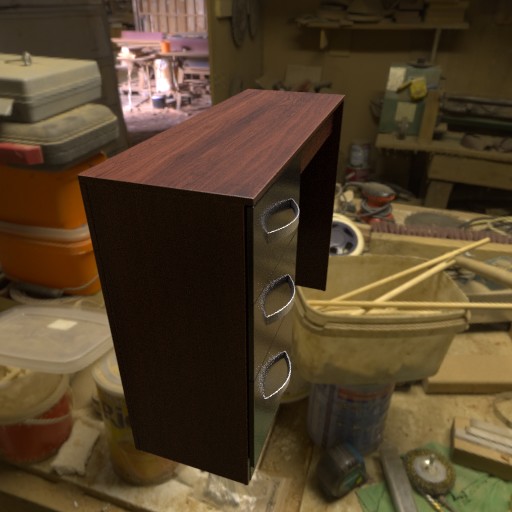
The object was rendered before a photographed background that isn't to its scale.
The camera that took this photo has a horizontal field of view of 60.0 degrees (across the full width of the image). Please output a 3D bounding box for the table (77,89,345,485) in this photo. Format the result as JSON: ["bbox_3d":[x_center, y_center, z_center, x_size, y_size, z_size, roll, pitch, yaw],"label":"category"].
[{"bbox_3d":[0.000,0.000,1.343,0.380,0.790,0.930,10,32,16],"label":"table"}]
